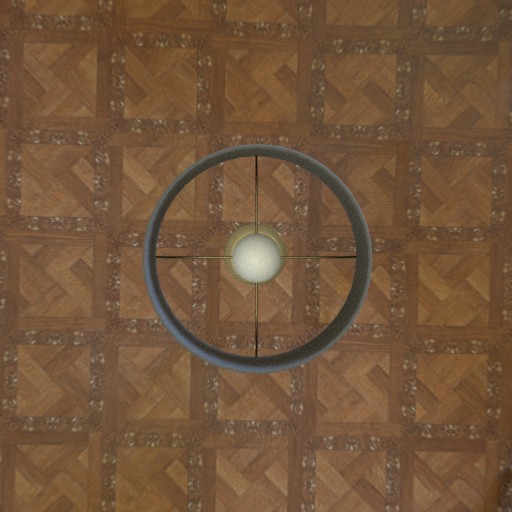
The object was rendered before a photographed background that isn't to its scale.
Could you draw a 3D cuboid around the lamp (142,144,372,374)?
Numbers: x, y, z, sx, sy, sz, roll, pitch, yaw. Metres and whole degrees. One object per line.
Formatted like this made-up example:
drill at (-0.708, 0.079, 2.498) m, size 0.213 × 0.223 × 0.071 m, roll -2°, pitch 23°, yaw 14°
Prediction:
lamp at (0.000, 0.000, 0.743) m, size 0.309 × 0.545 × 0.309 m, roll 0°, pitch 91°, yaw 0°
